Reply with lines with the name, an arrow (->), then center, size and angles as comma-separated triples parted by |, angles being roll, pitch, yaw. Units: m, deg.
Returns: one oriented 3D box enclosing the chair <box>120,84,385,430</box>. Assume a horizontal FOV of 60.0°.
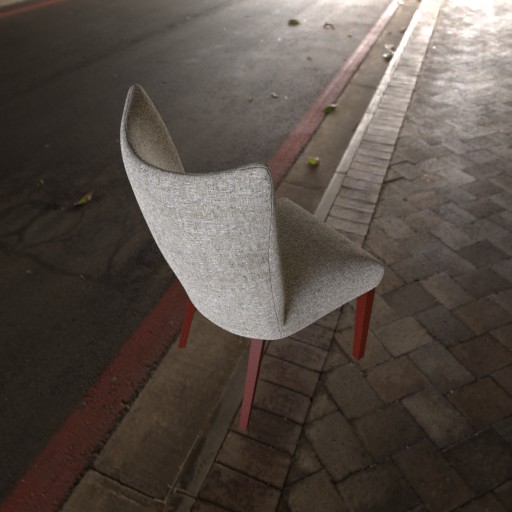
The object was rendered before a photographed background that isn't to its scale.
chair -> 0.000, 0.000, 1.295 | 0.623, 0.924, 0.535 | -25, 46, -27
